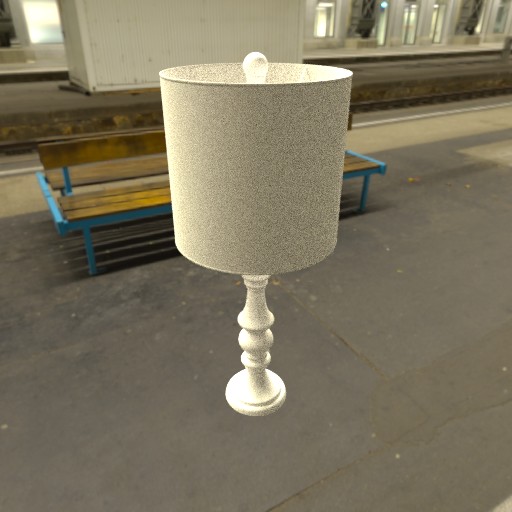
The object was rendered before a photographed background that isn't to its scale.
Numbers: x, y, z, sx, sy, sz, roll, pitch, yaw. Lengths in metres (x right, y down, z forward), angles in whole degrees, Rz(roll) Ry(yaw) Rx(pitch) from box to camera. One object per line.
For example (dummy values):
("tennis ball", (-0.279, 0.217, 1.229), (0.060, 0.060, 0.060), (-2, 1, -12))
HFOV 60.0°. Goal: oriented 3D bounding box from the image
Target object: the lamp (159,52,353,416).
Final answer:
("lamp", (0.000, 0.000, 0.714), (0.250, 0.597, 0.250), (20, 34, 33))
